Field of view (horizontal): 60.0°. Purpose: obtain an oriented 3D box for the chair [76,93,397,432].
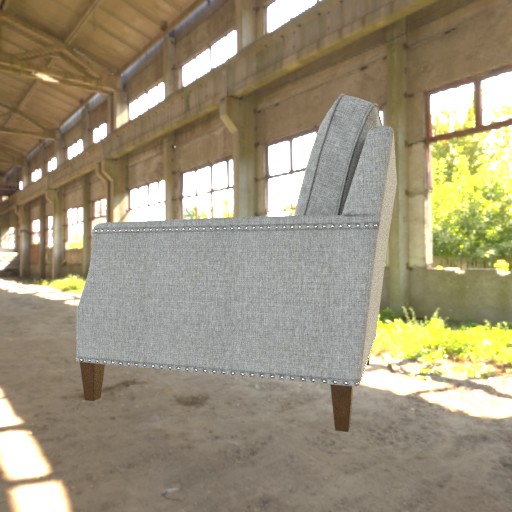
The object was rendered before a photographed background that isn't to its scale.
[{"bbox_3d":[0.000,0.000,1.684,1.014,0.943,0.853,0,0,18],"label":"chair"}]
